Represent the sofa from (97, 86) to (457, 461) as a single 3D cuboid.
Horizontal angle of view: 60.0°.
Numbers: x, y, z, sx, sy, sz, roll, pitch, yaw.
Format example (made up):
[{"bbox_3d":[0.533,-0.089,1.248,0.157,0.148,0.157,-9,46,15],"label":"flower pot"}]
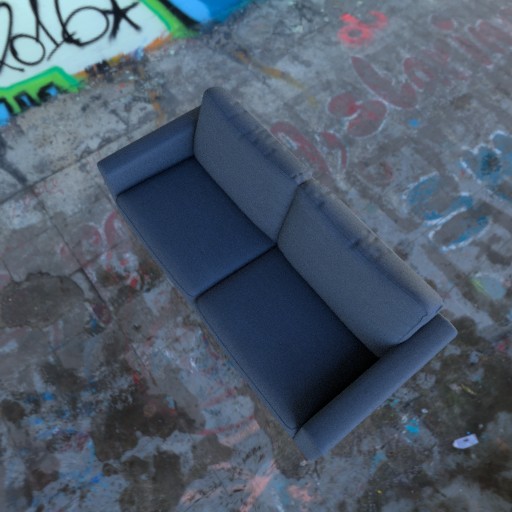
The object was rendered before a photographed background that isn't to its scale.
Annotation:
[{"bbox_3d":[0.000,0.000,2.385,0.877,0.865,1.900,-35,68,-16],"label":"sofa"}]
